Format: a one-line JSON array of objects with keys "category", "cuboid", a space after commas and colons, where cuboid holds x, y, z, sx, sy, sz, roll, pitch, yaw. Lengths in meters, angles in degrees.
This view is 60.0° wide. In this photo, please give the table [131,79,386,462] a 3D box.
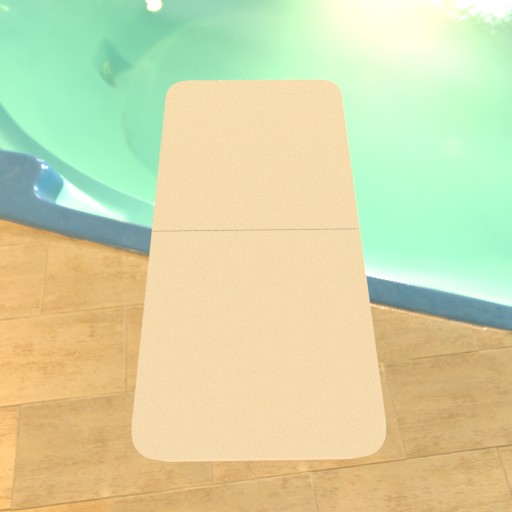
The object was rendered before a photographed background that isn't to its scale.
[{"category": "table", "cuboid": [0.000, 0.000, 1.430, 0.600, 0.340, 1.200, -1, 64, 0]}]
